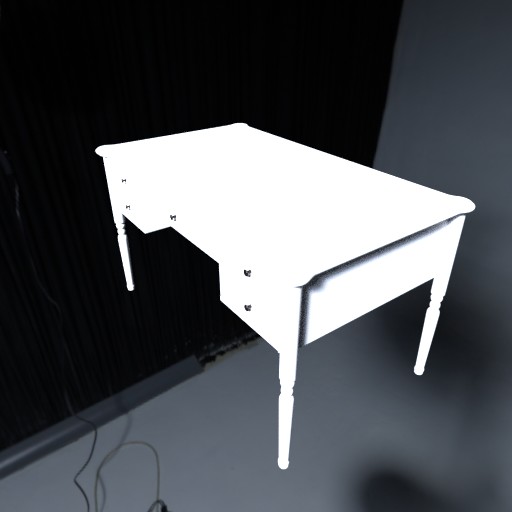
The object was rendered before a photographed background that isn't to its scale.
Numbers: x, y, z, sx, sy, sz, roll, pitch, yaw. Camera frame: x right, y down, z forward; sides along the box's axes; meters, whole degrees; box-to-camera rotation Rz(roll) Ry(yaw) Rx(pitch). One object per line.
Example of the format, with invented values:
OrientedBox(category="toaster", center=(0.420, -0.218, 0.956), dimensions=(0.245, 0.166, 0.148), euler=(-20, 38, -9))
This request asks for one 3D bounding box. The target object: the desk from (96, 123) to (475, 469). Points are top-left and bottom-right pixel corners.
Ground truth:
OrientedBox(category="desk", center=(0.000, 0.000, 1.895), dimensions=(0.807, 0.762, 1.380), euler=(-20, 35, -31))
